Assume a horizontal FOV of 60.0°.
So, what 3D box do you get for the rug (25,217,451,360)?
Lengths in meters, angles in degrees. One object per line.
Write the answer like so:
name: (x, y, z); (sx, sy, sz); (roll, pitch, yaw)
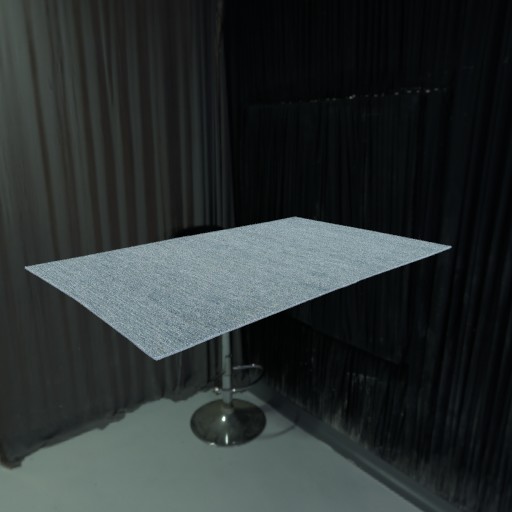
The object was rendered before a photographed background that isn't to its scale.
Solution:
rug: (0.000, 0.000, 2.250); (1.853, 0.022, 1.174); (-14, 21, -40)
